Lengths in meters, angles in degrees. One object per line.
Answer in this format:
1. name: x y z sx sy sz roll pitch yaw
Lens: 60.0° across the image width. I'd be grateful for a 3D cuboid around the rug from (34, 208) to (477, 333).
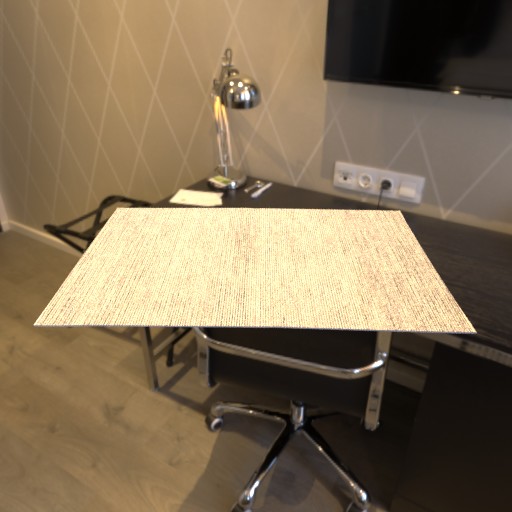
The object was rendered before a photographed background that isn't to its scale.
1. rug: 0.000 0.000 2.259 1.773 0.021 1.149 1 30 1
